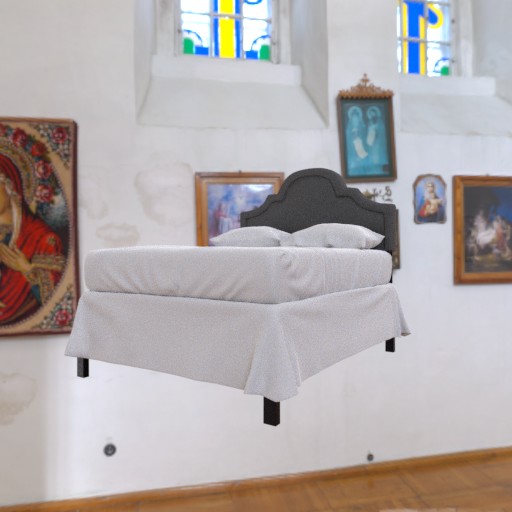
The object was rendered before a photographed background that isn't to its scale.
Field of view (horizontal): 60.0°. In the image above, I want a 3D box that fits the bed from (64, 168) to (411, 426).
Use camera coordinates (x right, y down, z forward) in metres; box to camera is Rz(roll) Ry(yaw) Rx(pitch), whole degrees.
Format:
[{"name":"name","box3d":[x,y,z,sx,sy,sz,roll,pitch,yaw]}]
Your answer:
[{"name":"bed","box3d":[0.000,0.000,3.391,1.780,1.634,2.222,0,0,34]}]
